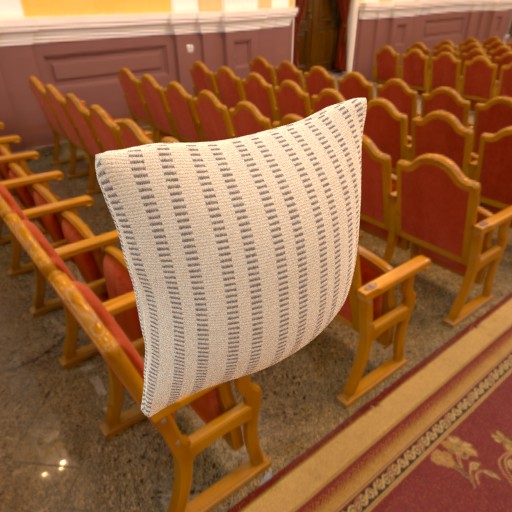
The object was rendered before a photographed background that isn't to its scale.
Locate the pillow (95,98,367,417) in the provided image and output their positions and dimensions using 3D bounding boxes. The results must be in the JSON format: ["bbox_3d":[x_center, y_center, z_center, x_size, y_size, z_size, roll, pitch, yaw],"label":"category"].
[{"bbox_3d":[0.000,0.000,0.686,0.438,0.419,0.247,-23,38,-32],"label":"pillow"}]
